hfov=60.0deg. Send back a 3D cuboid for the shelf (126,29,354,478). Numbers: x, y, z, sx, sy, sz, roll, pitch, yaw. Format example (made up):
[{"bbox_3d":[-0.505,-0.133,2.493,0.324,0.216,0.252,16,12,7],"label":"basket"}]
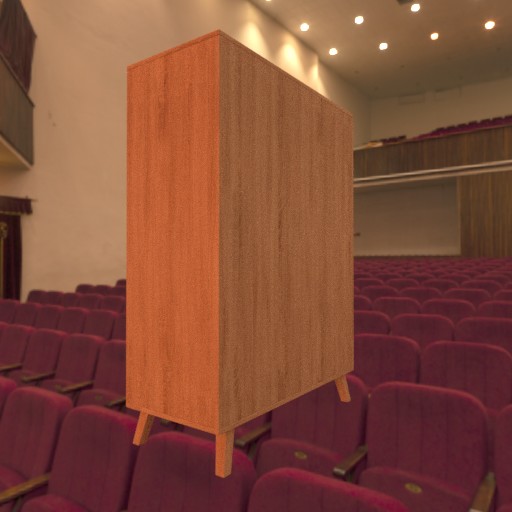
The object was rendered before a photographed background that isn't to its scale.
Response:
[{"bbox_3d":[0.000,0.000,1.895,0.450,1.390,1.000,0,-1,36],"label":"shelf"}]
